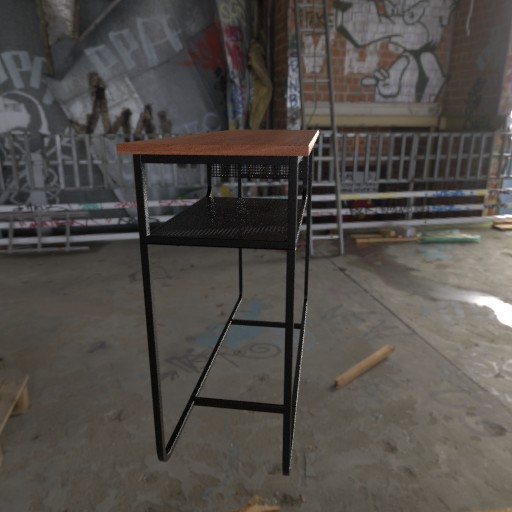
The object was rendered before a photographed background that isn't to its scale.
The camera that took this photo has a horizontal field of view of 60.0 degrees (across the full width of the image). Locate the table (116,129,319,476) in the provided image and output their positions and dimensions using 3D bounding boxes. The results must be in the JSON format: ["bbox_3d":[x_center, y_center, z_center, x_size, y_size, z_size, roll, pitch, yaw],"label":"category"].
[{"bbox_3d":[0.000,0.000,1.414,0.350,0.750,1.100,3,17,8],"label":"table"}]
